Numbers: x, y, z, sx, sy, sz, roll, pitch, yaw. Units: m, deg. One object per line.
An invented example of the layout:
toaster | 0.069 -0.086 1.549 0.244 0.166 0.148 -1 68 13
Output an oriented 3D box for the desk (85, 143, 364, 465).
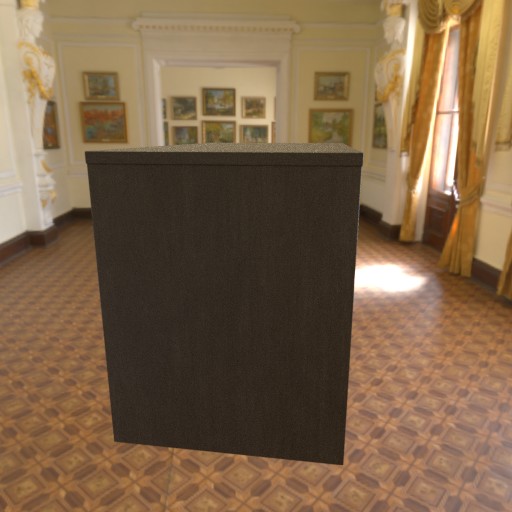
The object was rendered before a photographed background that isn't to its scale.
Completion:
desk | 0.000 0.000 1.554 0.600 0.750 1.100 2 15 8
